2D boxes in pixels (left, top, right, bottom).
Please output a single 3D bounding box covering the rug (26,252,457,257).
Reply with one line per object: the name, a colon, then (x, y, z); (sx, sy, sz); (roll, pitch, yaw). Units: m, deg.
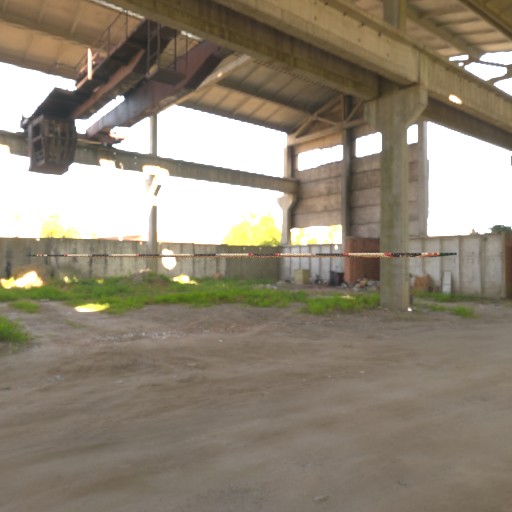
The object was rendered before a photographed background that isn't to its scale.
rug: (0.000, 0.000, 2.328); (1.825, 0.009, 1.221); (0, -1, 18)
